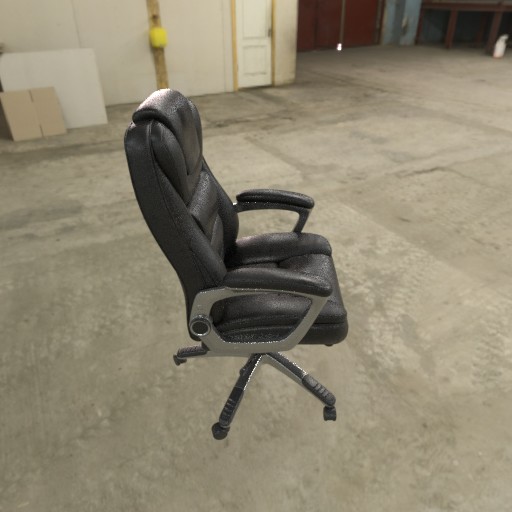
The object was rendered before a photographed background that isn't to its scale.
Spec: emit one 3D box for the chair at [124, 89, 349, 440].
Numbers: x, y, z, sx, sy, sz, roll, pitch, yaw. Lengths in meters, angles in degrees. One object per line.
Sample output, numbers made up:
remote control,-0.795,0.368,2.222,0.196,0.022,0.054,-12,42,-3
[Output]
chair,0.000,0.000,1.541,0.689,1.075,0.697,1,31,1
